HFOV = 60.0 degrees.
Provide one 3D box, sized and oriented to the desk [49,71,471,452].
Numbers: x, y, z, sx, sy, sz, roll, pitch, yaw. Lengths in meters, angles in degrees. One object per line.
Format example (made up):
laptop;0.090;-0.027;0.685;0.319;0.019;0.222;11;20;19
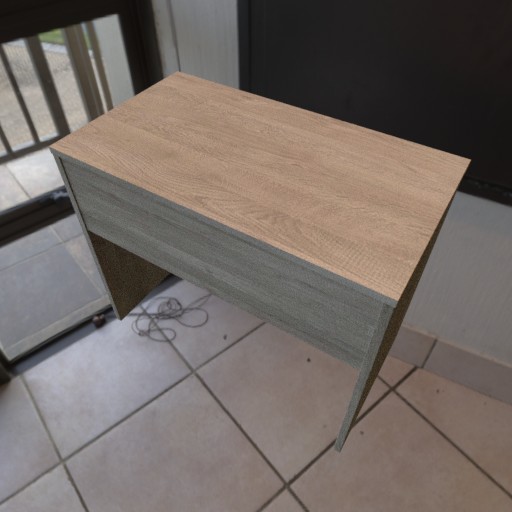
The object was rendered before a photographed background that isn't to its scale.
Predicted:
desk;0.000;0.000;1.333;0.893;0.724;0.498;25;51;22
